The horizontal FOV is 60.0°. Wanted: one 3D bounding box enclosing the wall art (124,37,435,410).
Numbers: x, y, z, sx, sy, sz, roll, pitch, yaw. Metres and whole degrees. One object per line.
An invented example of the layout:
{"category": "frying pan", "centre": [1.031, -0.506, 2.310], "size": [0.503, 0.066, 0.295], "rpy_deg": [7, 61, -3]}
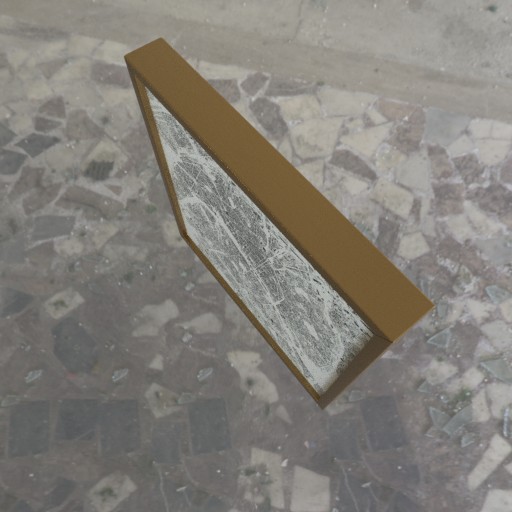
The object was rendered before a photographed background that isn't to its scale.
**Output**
{"category": "wall art", "centre": [0.000, 0.000, 0.452], "size": [0.037, 0.305, 0.305], "rpy_deg": [-35, 69, -16]}
